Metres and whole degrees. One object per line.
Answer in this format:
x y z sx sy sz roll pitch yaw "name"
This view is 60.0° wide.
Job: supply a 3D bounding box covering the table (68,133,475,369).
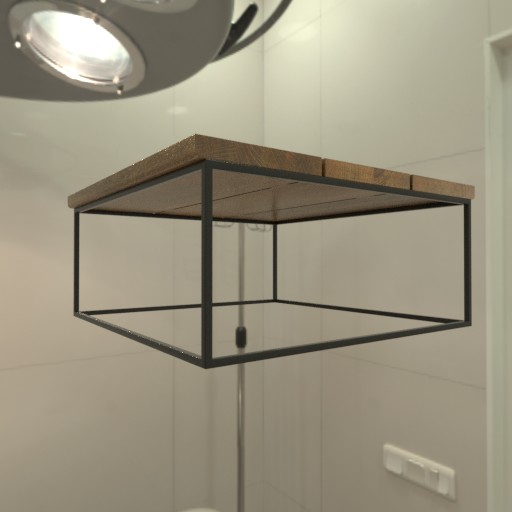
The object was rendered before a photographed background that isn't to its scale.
0.000 0.000 1.373 0.900 0.400 0.900 0 -1 -36 "table"
